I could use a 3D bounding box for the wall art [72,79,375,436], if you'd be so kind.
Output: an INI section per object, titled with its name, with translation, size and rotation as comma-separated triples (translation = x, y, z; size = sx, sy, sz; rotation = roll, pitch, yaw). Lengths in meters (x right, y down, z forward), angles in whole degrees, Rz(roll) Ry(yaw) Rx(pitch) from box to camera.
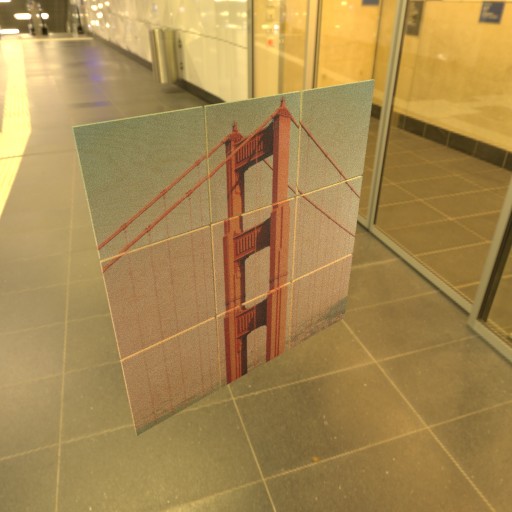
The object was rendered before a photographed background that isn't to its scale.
[wall art]
translation = 0.000, 0.000, 1.784
size = 1.214, 1.219, 0.013
rotation = -22, 37, -32
